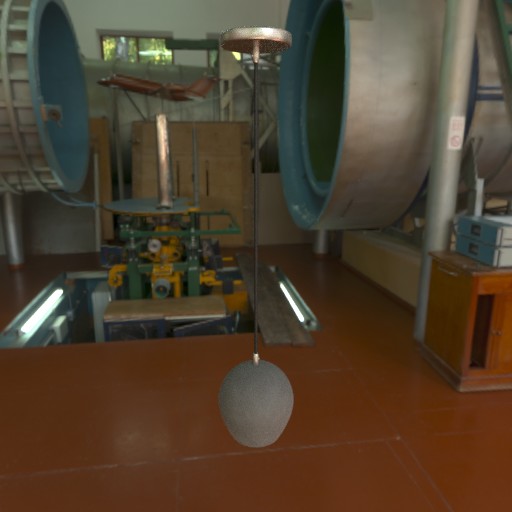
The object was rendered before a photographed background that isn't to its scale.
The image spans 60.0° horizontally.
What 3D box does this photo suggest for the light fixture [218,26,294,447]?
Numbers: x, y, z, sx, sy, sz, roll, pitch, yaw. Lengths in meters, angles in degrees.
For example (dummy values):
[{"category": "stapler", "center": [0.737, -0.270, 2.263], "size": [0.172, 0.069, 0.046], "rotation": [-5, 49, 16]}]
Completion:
[{"category": "light fixture", "center": [0.000, 0.000, 0.833], "size": [0.153, 0.760, 0.153], "rotation": [7, 16, 25]}]
